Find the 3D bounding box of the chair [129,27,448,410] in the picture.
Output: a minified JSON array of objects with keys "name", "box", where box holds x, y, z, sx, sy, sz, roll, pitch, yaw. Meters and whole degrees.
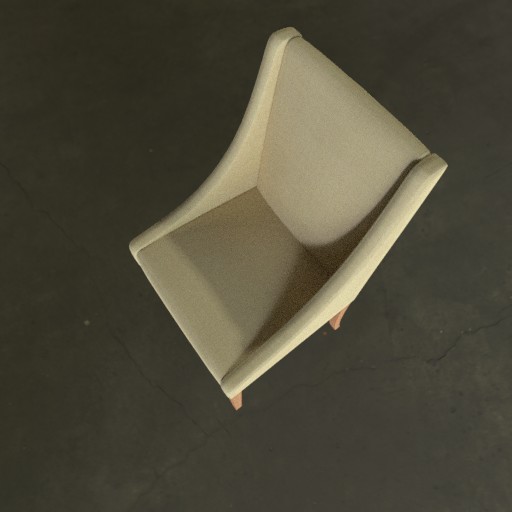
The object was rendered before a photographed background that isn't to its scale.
[{"name":"chair","box":[0.000,0.000,1.367,0.611,1.021,0.575,-33,68,-15]}]
